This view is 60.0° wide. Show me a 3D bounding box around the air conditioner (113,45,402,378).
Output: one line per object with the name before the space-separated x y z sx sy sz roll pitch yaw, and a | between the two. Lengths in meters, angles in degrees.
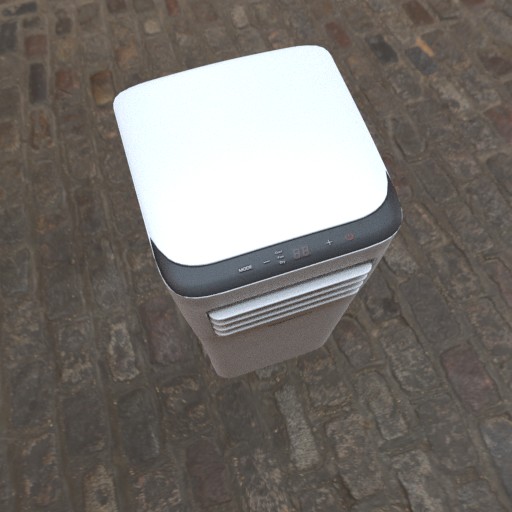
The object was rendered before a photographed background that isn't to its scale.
air conditioner | 0.000 0.000 0.939 0.352 0.716 0.369 -17 66 -8
